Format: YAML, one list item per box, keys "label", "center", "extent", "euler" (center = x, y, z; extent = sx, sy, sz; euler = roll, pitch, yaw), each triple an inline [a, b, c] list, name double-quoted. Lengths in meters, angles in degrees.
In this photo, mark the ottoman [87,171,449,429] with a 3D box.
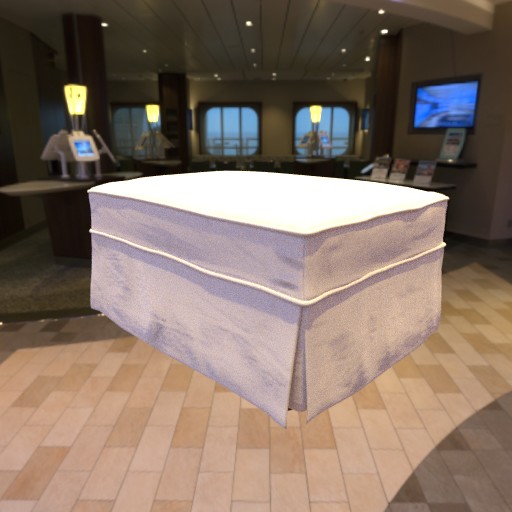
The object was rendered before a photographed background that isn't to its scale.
- label: "ottoman"
  center: [0.000, 0.000, 1.363]
  extent: [0.944, 0.479, 0.703]
  euler: [15, 22, 43]
